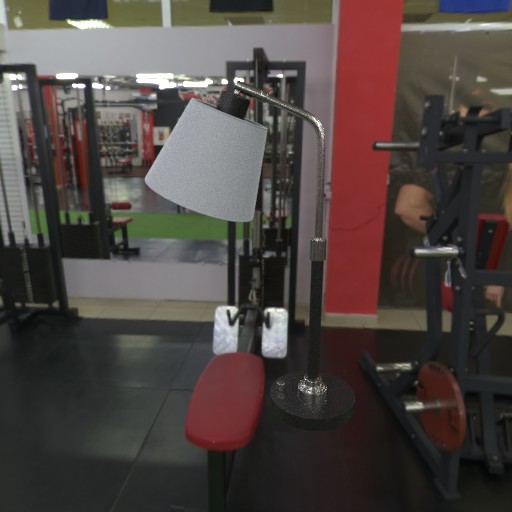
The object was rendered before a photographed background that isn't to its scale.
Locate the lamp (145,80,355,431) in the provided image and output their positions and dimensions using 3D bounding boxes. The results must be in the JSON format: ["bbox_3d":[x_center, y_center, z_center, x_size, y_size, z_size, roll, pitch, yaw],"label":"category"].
[{"bbox_3d":[0.000,0.000,0.725,0.348,0.539,0.181,2,16,8],"label":"lamp"}]
